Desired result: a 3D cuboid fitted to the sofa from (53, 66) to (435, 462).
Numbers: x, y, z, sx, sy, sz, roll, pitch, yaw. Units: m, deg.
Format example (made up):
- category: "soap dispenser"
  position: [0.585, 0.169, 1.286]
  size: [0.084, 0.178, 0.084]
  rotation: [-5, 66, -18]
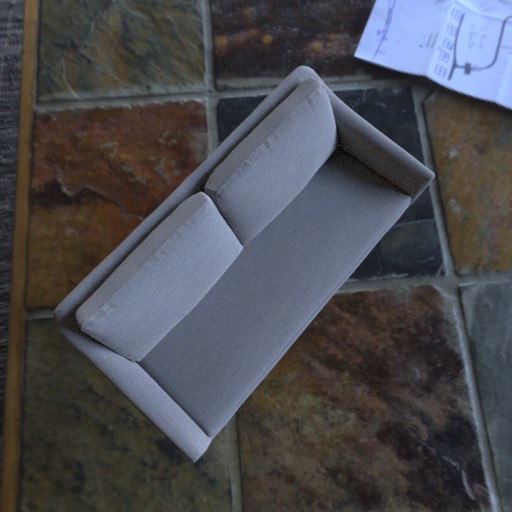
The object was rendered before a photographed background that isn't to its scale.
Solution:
- category: "sofa"
  position: [0.000, 0.000, 2.558]
  size: [0.980, 0.913, 2.036]
  rotation: [40, 78, 10]
